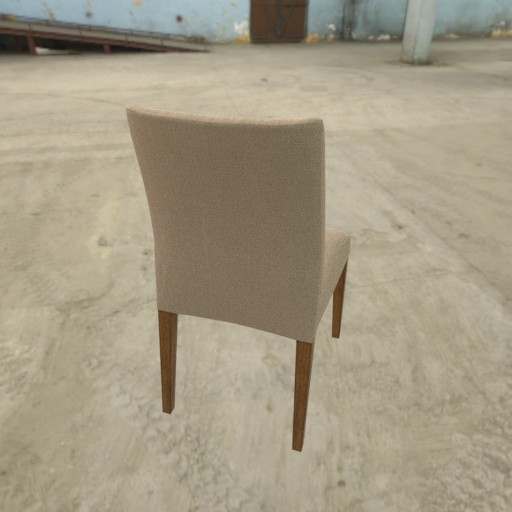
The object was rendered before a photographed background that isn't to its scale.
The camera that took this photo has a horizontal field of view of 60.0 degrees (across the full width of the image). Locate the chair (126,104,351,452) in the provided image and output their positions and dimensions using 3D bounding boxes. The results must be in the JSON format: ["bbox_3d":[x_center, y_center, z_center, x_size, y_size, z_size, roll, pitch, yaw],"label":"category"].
[{"bbox_3d":[0.000,0.000,1.317,0.496,0.940,0.585,10,32,16],"label":"chair"}]
